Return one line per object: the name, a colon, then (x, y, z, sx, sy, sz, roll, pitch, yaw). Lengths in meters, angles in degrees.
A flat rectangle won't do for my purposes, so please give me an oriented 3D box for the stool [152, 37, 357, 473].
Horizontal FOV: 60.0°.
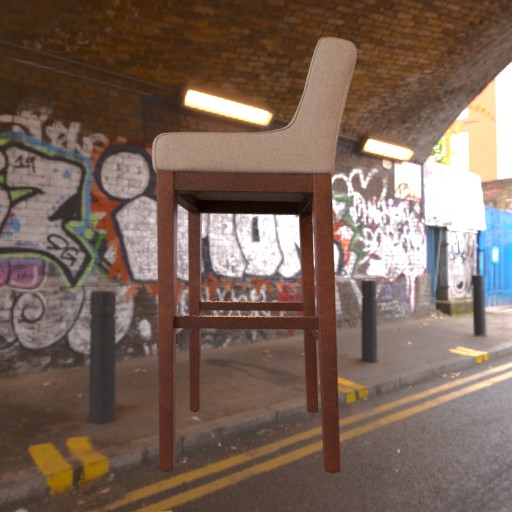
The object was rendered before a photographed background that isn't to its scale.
stool: (0.000, 0.000, 1.287, 0.500, 1.037, 0.511, 0, -1, 1)
